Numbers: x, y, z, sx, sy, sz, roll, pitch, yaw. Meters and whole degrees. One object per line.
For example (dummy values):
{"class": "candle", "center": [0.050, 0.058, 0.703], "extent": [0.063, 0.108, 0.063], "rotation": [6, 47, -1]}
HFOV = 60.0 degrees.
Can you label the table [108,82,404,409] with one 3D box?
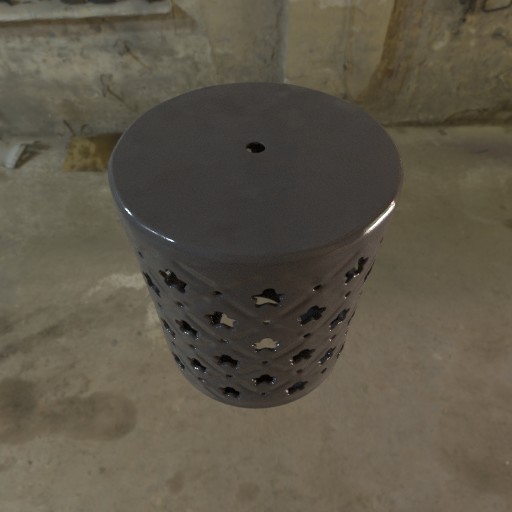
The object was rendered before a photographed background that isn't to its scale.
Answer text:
{"class": "table", "center": [0.000, 0.000, 0.670], "extent": [0.352, 0.387, 0.352], "rotation": [0, 48, 0]}
